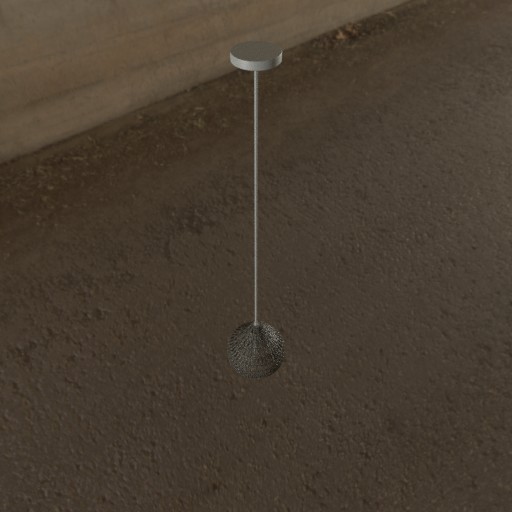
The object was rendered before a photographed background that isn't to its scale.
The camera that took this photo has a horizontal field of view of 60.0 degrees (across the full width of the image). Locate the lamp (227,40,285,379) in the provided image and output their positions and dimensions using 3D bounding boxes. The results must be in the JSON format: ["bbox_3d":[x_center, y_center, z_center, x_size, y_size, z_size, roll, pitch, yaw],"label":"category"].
[{"bbox_3d":[0.000,0.000,2.122,0.355,1.919,0.355,9,47,9],"label":"lamp"}]
